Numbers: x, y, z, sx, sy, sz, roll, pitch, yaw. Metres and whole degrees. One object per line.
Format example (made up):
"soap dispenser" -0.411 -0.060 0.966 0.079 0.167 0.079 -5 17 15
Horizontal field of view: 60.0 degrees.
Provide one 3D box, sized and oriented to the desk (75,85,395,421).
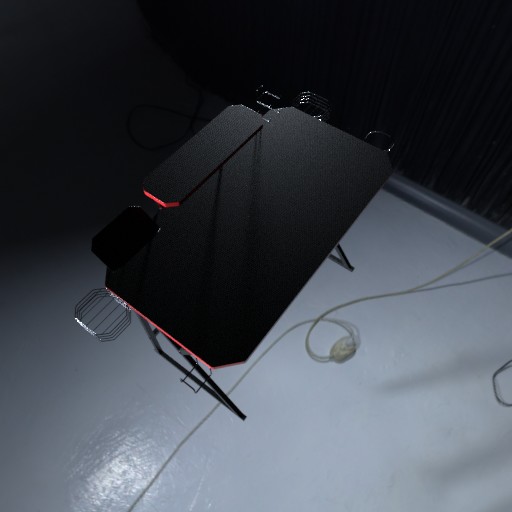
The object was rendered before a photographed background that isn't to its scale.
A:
"desk" 0.000 0.000 1.768 0.588 0.913 1.280 32 63 19
